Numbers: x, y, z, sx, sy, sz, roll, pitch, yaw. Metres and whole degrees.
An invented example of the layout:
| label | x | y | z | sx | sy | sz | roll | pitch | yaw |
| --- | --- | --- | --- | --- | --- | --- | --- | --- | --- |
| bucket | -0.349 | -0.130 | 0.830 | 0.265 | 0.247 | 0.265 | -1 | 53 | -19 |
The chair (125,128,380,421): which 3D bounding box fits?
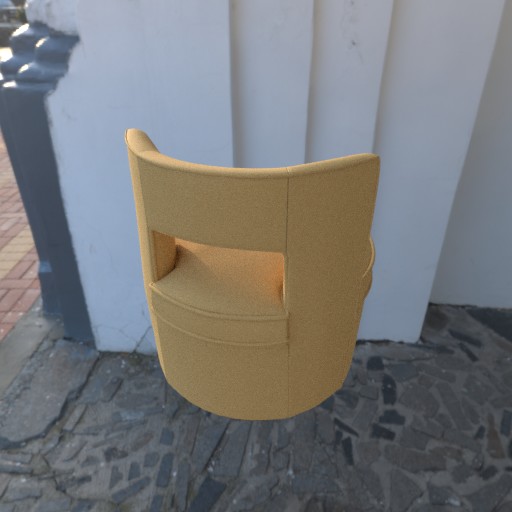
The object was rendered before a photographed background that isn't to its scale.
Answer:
| label | x | y | z | sx | sy | sz | roll | pitch | yaw |
| --- | --- | --- | --- | --- | --- | --- | --- | --- | --- |
| chair | 0.000 | 0.000 | 1.257 | 0.650 | 0.723 | 0.665 | 10 | 32 | 17 |
